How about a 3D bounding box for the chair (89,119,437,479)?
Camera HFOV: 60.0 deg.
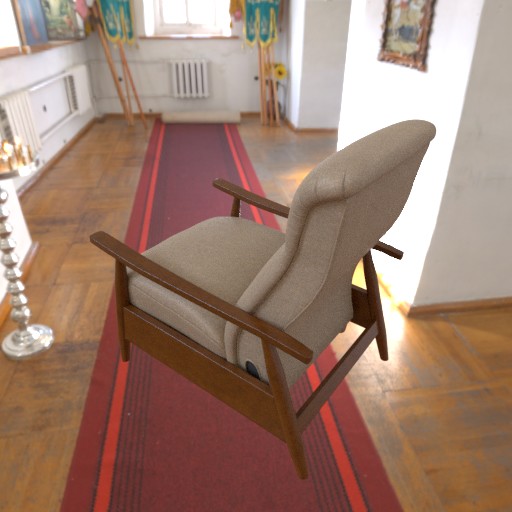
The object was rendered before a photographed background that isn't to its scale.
[{"bbox_3d":[0.000,0.000,1.723,1.030,1.082,0.762,21,37,31],"label":"chair"}]
